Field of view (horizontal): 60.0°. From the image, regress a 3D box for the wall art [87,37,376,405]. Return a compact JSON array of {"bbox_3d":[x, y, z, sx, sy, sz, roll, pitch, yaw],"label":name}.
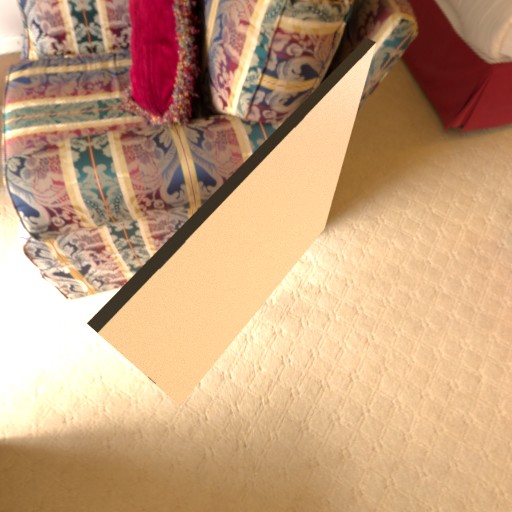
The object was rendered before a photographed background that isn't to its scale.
[{"bbox_3d":[0.000,0.000,0.647,0.014,0.445,0.446,35,69,16],"label":"wall art"}]
